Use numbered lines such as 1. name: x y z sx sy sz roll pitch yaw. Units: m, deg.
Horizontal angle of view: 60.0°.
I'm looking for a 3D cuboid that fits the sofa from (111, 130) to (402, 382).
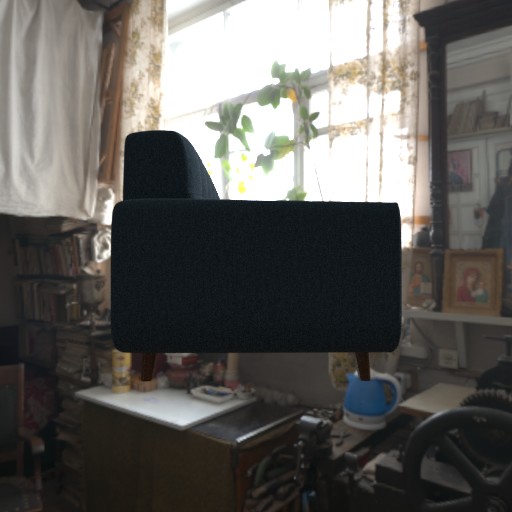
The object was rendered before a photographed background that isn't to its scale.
1. sofa: 0.000 0.000 2.216 0.942 0.896 1.651 0 0 0
